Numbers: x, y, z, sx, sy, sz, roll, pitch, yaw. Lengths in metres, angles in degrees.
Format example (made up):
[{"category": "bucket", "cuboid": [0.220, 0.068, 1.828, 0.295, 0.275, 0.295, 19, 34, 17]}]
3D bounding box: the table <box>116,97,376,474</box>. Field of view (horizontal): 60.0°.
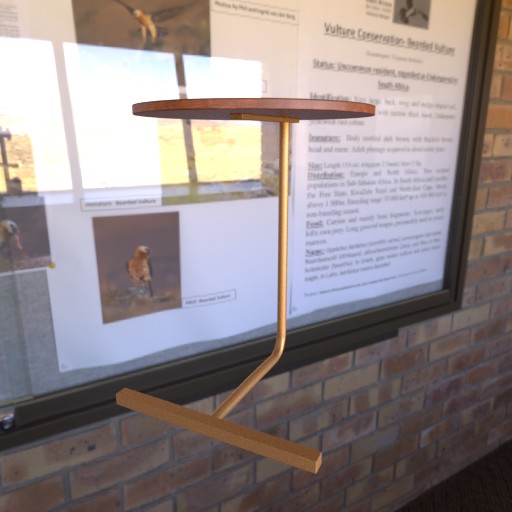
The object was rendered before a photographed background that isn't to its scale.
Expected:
[{"category": "table", "cuboid": [0.000, 0.000, 1.113, 0.530, 0.706, 0.577, 8, 17, 26]}]
